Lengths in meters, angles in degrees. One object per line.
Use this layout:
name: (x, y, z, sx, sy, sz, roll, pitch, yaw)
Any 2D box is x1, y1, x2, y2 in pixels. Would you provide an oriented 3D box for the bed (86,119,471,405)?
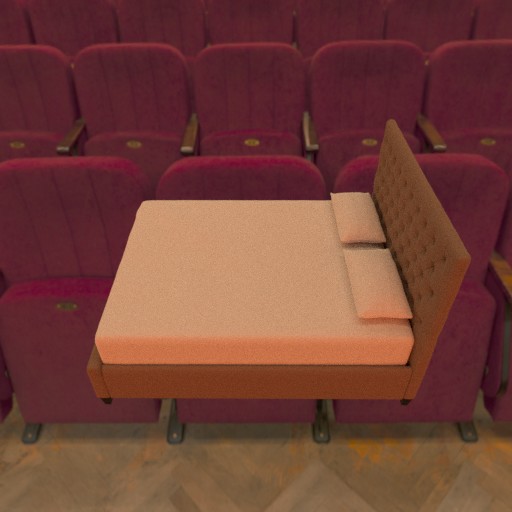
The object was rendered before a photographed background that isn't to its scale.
bed: (0.000, 0.000, 3.337, 2.233, 1.426, 1.696, 0, 41, 0)
